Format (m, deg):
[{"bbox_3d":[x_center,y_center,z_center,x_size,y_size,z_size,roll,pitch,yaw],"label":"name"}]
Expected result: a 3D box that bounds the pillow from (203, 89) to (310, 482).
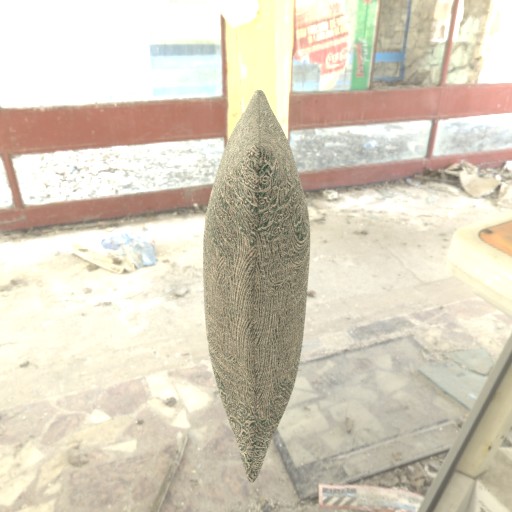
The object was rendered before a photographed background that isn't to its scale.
[{"bbox_3d":[0.000,0.000,0.789,0.166,0.507,0.526,0,27,0],"label":"pillow"}]
